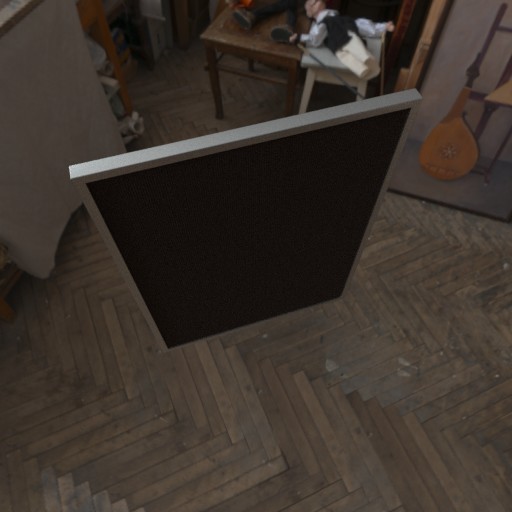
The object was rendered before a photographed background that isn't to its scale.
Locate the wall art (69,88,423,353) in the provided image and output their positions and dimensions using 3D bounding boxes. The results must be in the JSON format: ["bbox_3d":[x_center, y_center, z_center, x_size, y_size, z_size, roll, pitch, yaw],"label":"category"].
[{"bbox_3d":[0.000,0.000,1.423,0.801,1.062,0.037,-15,60,-9],"label":"wall art"}]
